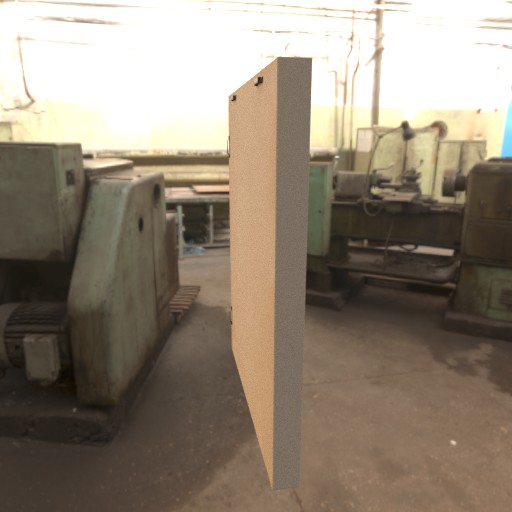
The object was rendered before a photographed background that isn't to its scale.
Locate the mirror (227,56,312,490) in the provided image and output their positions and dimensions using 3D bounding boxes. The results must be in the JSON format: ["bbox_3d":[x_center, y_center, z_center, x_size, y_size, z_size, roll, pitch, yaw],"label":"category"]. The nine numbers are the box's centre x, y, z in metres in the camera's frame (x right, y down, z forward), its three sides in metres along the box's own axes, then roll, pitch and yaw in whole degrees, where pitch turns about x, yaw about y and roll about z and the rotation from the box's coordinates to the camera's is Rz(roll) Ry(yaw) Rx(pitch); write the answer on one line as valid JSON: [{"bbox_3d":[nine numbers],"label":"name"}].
[{"bbox_3d":[0.000,0.000,0.692,0.041,0.509,0.406,-3,15,-10],"label":"mirror"}]
